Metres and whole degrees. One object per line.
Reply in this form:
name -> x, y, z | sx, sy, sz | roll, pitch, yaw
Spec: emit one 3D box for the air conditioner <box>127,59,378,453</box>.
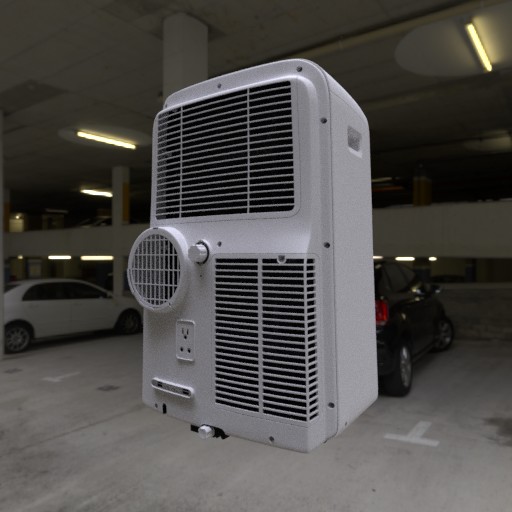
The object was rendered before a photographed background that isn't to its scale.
air conditioner -> 0.000, 0.000, 0.955 | 0.454, 0.700, 0.365 | 0, 0, 35
